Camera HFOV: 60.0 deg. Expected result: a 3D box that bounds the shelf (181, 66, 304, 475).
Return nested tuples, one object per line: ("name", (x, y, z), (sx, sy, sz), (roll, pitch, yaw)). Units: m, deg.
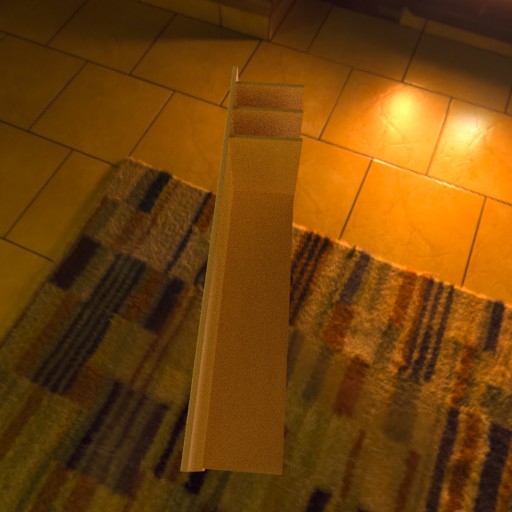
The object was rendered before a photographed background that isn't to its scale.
("shelf", (0.000, 0.000, 1.150), (0.200, 0.300, 1.020), (4, 64, 2))
